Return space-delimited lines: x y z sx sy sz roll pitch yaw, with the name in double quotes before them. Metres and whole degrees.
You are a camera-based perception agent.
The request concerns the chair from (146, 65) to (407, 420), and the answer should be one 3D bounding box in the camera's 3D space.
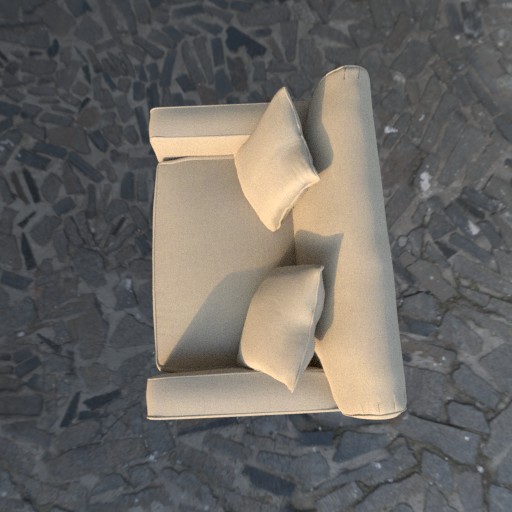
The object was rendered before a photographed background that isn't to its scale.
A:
"chair" 0.000 0.000 2.058 1.000 0.948 1.383 -3 77 -1
